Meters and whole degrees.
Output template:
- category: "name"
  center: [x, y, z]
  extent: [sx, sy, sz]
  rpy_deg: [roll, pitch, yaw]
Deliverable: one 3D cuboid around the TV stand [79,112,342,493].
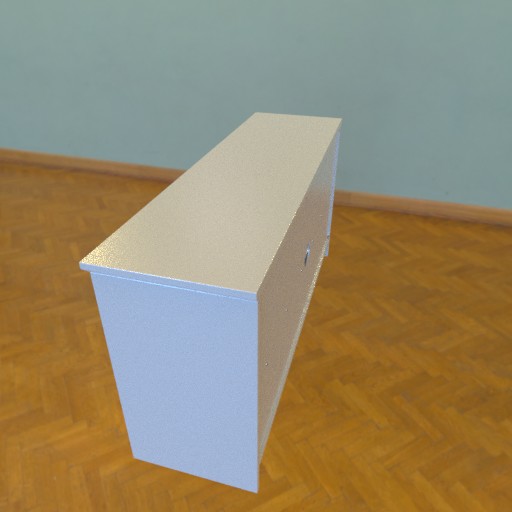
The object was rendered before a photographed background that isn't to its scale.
- category: "TV stand"
  center: [0.000, 0.000, 1.414]
  extent: [0.344, 0.603, 1.167]
  rpy_deg: [9, 33, 14]
